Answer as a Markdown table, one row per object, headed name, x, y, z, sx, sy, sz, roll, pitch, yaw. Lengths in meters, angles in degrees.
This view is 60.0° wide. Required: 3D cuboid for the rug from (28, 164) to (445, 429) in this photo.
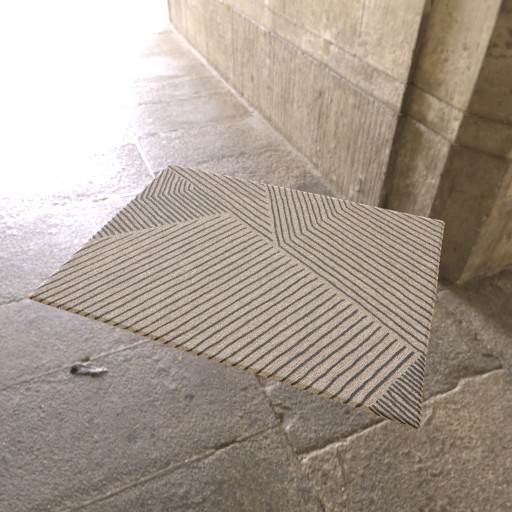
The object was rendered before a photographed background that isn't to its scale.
| name | x | y | z | sx | sy | sz | roll | pitch | yaw |
| --- | --- | --- | --- | --- | --- | --- | --- | --- | --- |
| rug | 0.000 | 0.000 | 3.153 | 2.449 | 0.028 | 1.829 | 14 | 43 | 16 |
